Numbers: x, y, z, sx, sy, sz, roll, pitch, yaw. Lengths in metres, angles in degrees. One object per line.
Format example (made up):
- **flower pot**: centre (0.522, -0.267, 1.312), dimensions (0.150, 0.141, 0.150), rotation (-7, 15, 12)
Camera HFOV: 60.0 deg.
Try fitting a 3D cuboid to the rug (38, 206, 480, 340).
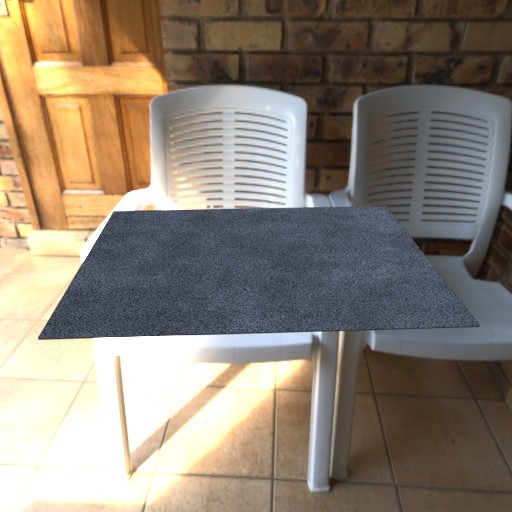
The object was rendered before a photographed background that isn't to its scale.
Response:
- **rug**: centre (0.000, 0.000, 2.931), dimensions (2.235, 0.008, 1.600), rotation (-1, 29, -2)
